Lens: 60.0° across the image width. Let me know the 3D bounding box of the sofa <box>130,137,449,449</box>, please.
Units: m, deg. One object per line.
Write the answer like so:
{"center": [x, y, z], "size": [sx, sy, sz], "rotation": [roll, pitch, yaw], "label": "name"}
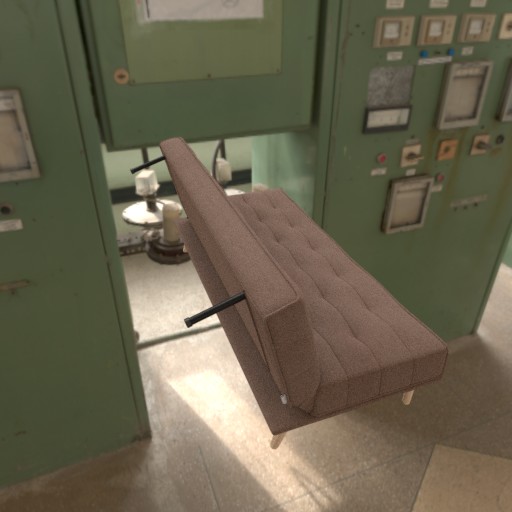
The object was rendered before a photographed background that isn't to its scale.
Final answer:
{"center": [0.000, 0.000, 2.331], "size": [1.038, 0.810, 1.820], "rotation": [-11, 34, -17], "label": "sofa"}
